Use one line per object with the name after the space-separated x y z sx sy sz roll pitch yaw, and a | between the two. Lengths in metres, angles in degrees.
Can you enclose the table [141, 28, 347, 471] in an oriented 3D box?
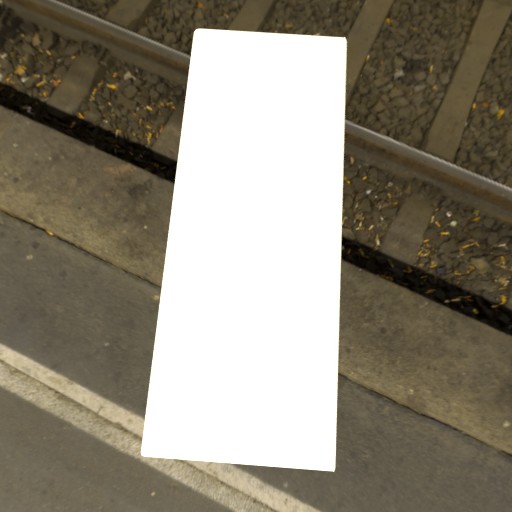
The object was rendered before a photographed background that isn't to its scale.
0.000 0.000 1.519 0.459 0.740 1.184 4 75 1 | table
